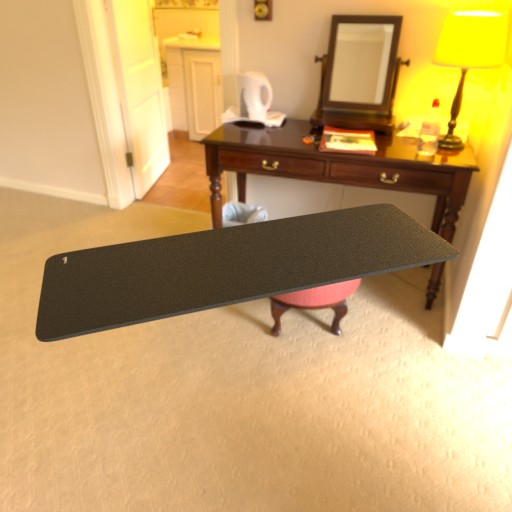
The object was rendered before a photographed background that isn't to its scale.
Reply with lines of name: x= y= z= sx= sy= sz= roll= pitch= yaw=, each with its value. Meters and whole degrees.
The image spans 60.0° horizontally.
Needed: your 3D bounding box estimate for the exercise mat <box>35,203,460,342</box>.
exercise mat: x=0.000 y=0.000 z=2.072 sx=1.869 sy=0.021 sz=0.616 roll=-10 pitch=33 yaw=-16
